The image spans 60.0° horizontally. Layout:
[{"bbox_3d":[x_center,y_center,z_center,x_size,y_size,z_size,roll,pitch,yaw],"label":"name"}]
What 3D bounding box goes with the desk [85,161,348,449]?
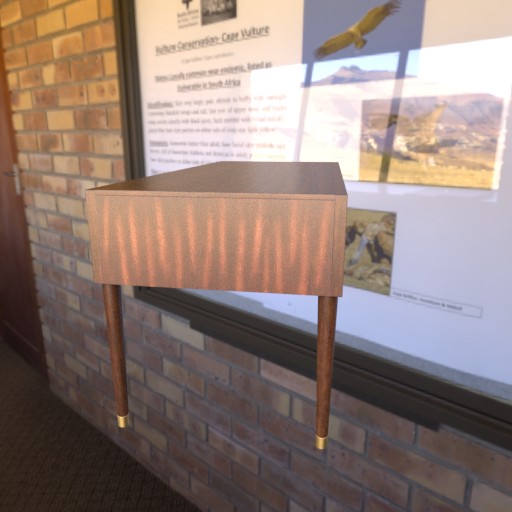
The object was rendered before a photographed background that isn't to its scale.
[{"bbox_3d":[0.000,0.000,2.013,0.724,0.762,1.575,2,15,9],"label":"desk"}]
